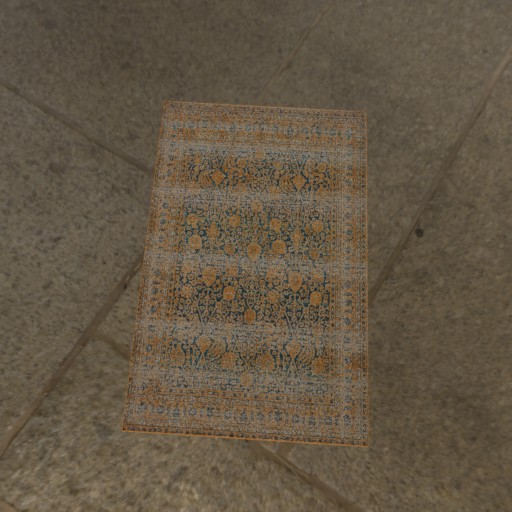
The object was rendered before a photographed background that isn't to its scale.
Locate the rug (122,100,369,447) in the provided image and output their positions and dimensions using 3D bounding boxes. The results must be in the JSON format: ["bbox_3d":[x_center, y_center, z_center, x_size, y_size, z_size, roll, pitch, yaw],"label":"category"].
[{"bbox_3d":[0.000,0.000,3.029,1.525,0.007,2.336,3,75,1],"label":"rug"}]
